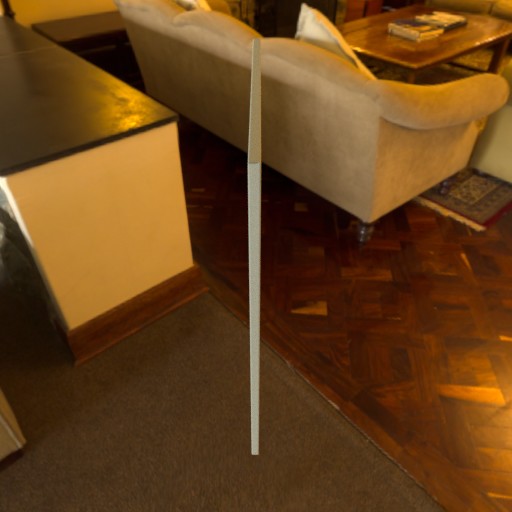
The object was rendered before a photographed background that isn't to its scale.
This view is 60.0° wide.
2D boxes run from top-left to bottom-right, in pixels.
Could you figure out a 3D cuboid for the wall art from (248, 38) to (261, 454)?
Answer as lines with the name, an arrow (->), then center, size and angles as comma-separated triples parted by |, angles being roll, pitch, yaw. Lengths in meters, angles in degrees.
wall art -> 0.000, 0.000, 0.688 | 0.012, 0.529, 0.374 | 0, 41, 0
